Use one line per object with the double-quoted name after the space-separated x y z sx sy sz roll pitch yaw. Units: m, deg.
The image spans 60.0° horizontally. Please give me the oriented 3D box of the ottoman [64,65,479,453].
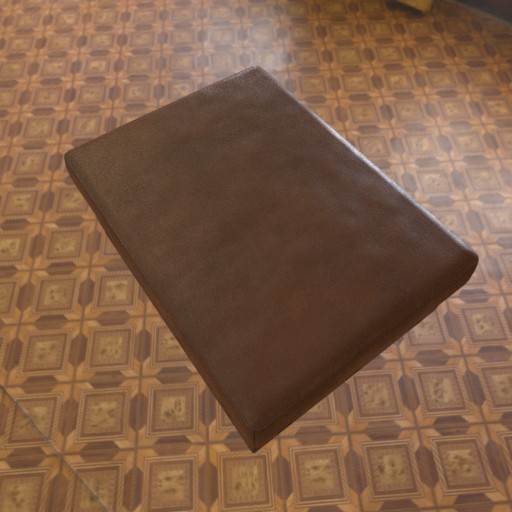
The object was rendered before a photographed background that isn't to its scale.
0.000 0.000 1.166 0.588 0.509 0.795 -32 64 -18 "ottoman"
